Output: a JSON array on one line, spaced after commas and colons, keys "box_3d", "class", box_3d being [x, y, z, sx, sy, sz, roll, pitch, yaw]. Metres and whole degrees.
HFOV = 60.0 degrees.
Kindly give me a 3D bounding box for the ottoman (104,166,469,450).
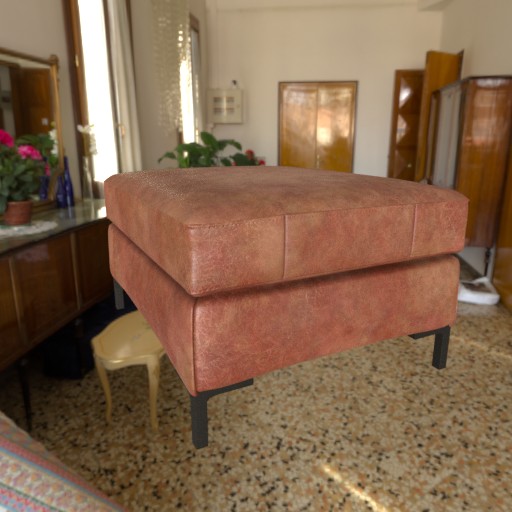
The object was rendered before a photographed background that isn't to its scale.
[{"box_3d": [0.000, 0.000, 1.766, 0.965, 0.667, 1.186, -8, 17, -26], "class": "ottoman"}]
